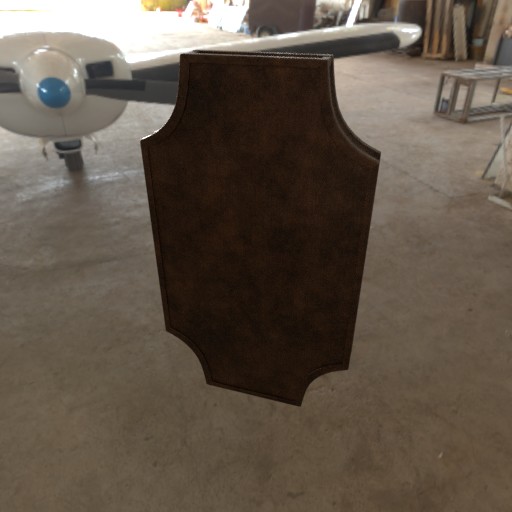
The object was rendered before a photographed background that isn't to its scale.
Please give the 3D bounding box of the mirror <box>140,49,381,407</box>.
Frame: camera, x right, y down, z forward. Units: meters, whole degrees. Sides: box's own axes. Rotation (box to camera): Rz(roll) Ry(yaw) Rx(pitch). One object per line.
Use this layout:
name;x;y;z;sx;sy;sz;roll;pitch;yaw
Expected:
mirror;0.000;0.000;0.972;0.462;0.811;0.066;9;32;15
